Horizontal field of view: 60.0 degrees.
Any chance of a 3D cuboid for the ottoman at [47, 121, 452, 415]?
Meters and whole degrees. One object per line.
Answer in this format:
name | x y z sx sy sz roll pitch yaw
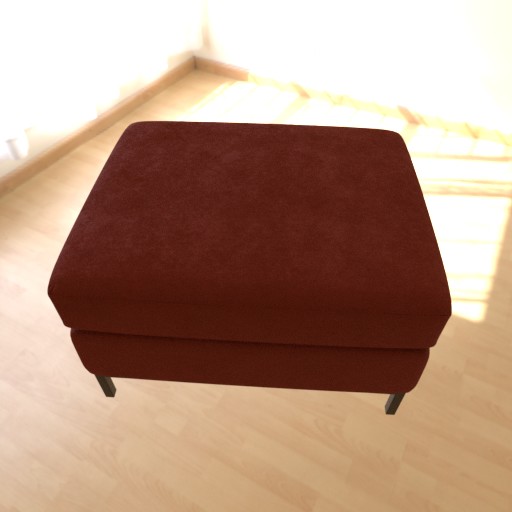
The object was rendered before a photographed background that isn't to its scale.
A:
ottoman | 0.000 0.000 1.167 0.782 0.462 0.650 3 46 3
